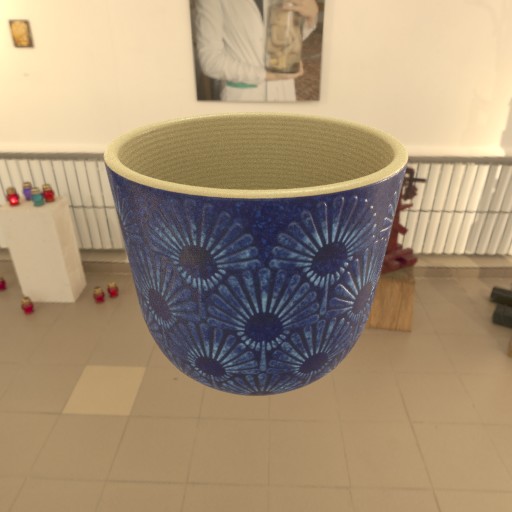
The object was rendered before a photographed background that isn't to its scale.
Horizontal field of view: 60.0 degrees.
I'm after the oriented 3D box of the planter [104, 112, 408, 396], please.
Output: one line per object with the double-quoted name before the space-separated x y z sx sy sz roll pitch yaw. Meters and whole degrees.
"planter" 0.000 0.000 0.293 0.170 0.153 0.170 0 29 0
